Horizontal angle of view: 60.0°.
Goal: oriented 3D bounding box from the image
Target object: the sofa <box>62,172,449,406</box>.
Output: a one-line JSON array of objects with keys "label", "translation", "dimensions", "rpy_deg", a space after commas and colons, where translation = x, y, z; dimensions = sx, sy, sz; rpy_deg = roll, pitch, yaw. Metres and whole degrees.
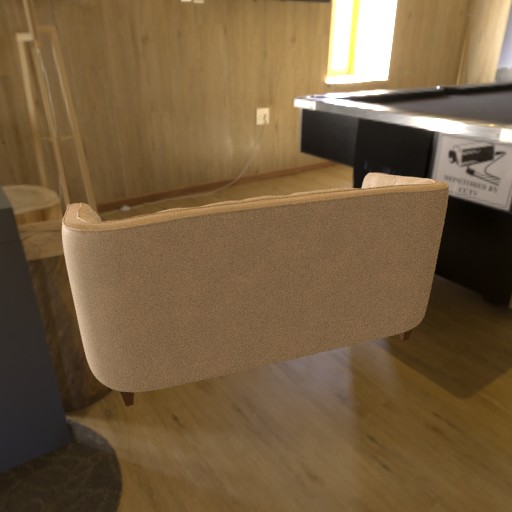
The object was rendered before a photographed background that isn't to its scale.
[{"label": "sofa", "translation": [0.000, 0.000, 2.250], "dimensions": [1.731, 0.878, 0.940], "rpy_deg": [-9, 27, -17]}]
